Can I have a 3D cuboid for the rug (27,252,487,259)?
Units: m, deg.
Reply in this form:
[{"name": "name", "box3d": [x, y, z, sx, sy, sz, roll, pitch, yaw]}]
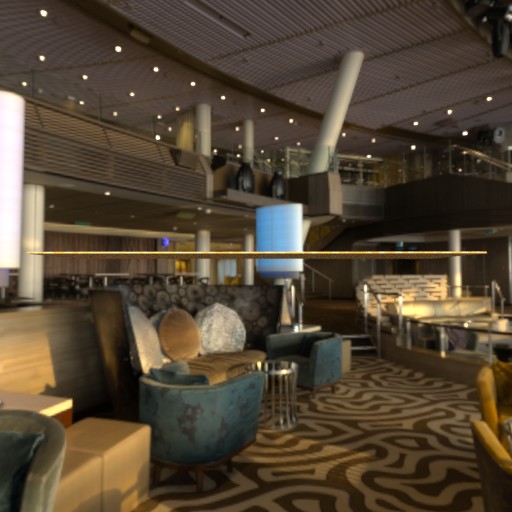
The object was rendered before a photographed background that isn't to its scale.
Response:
[{"name": "rug", "box3d": [0.000, 0.000, 2.717, 2.438, 0.010, 0.775, 0, -2, 1]}]
